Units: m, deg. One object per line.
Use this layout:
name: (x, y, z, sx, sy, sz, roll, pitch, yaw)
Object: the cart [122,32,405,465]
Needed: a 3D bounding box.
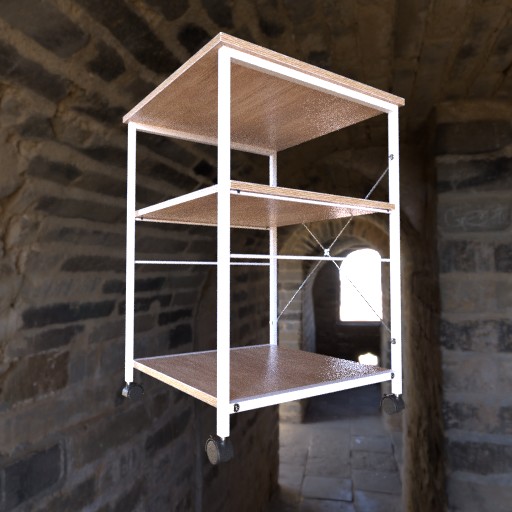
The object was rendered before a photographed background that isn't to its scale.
cart: (0.000, 0.000, 1.129, 0.520, 0.762, 0.521, 2, -3, -35)
